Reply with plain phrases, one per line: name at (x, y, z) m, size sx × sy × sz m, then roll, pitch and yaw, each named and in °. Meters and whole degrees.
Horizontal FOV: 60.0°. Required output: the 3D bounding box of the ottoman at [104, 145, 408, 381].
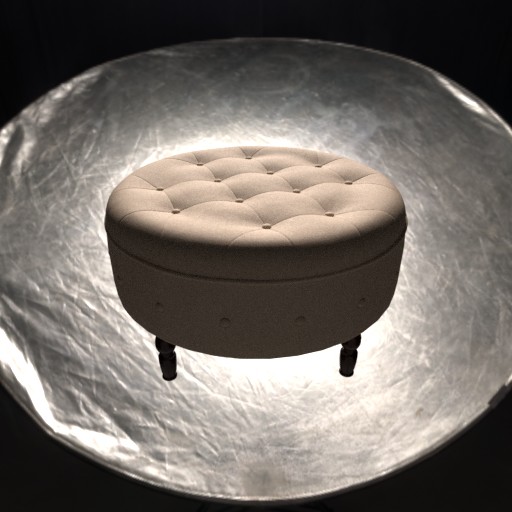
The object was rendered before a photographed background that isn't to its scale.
ottoman at (0.000, 0.000, 1.373) m, size 0.848 × 0.494 × 0.848 m, roll 0°, pitch 29°, yaw 0°
